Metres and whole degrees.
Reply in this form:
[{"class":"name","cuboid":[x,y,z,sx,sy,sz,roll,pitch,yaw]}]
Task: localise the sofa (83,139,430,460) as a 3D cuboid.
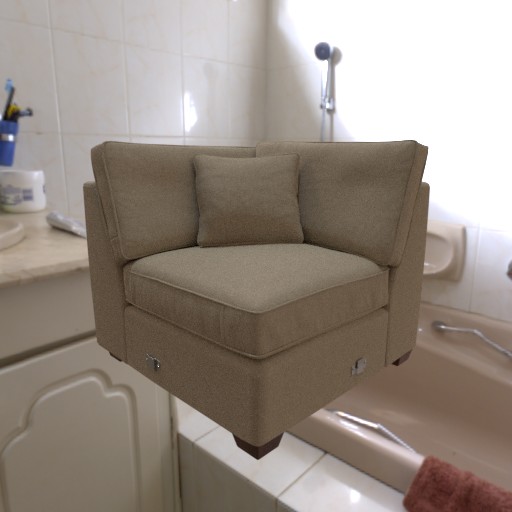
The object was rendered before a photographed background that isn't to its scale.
[{"class":"sofa","cuboid":[0.000,0.000,1.973,1.084,1.002,1.146,-13,18,-44]}]
